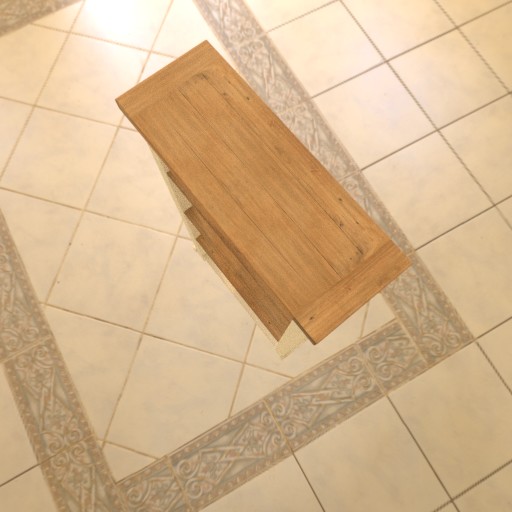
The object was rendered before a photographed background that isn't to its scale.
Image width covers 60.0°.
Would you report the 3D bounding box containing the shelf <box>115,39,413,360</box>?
[{"bbox_3d":[0.000,0.000,2.294,0.381,1.878,1.022,-38,78,-10],"label":"shelf"}]
